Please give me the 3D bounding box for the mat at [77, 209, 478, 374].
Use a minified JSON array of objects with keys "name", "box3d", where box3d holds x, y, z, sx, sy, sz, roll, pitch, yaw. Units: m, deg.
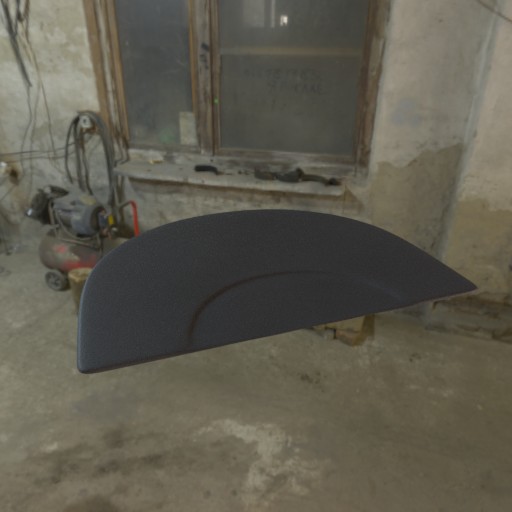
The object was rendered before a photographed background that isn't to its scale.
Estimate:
[{"name":"mat","box3d":[0.000,0.000,1.619,1.220,0.016,0.917,-9,28,-17]}]
